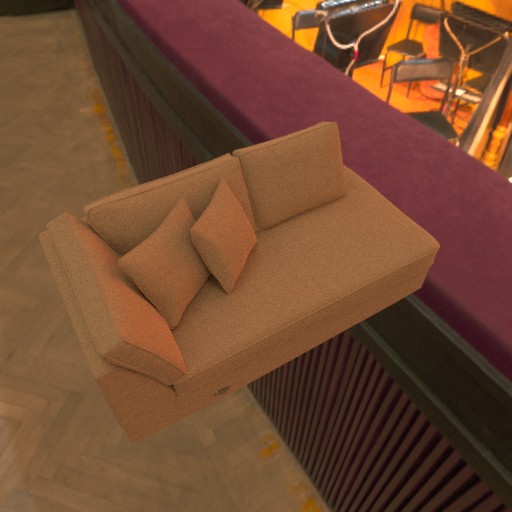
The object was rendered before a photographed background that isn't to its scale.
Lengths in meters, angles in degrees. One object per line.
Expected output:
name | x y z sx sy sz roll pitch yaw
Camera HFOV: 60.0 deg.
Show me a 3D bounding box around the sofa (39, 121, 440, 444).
sofa | 0.000 0.000 2.801 2.237 1.033 1.110 -24 51 -21
